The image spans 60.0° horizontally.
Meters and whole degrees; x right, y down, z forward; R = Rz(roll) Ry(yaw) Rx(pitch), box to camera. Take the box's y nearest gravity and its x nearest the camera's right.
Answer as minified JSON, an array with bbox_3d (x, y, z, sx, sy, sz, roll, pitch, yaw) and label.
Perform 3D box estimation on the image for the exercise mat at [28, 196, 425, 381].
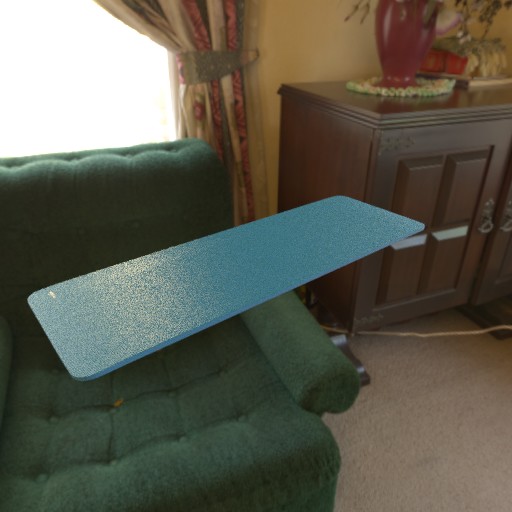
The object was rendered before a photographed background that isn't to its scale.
[{"bbox_3d":[0.000,0.000,2.055,1.869,0.021,0.616,-20,34,-34],"label":"exercise mat"}]
